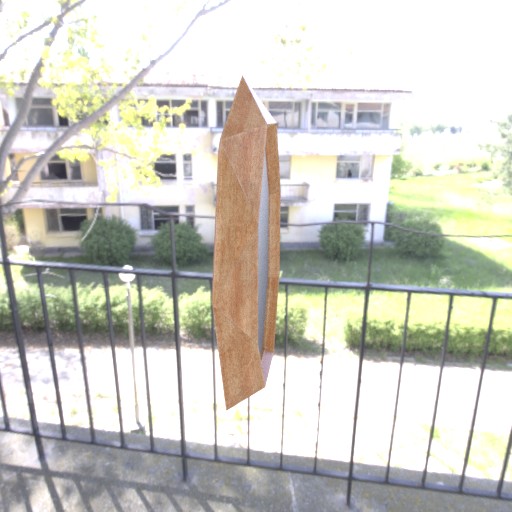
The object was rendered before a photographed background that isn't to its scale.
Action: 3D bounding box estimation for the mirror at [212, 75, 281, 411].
[{"bbox_3d":[0.000,0.000,1.019,0.070,0.774,0.577,3,17,9],"label":"mirror"}]
